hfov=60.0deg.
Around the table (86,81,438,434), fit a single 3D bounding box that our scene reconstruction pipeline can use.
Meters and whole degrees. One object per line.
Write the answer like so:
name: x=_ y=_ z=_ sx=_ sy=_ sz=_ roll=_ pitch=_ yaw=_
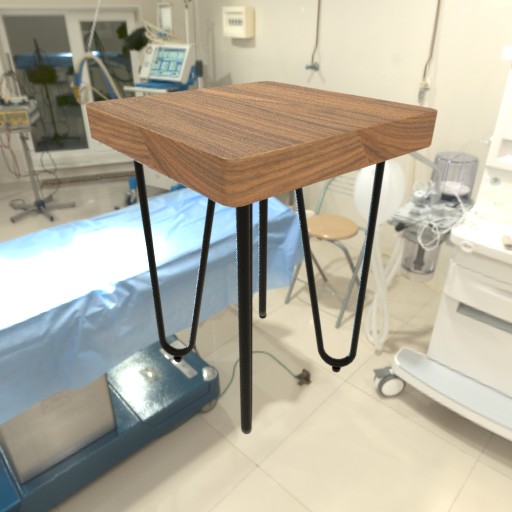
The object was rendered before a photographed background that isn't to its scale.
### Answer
table: x=0.000 y=0.000 z=0.985 sx=0.479 sy=0.641 sz=0.480 roll=-22 pitch=36 yaw=-34
